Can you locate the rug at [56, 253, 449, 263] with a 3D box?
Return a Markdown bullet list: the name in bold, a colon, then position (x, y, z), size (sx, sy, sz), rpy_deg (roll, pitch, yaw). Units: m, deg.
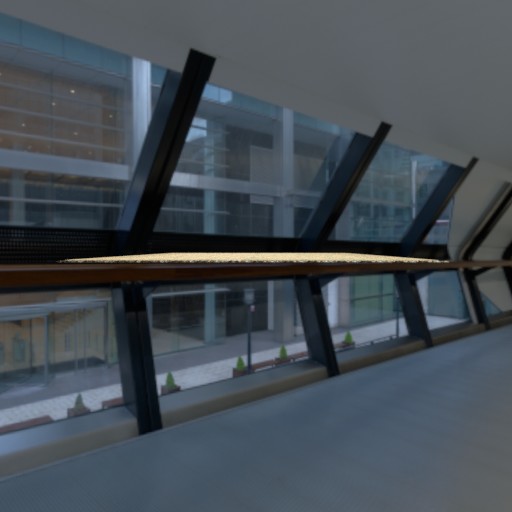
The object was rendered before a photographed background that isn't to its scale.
- **rug**: position (0.000, 0.000, 2.278), size (1.247, 0.008, 1.802), rpy_deg (0, 1, 1)
